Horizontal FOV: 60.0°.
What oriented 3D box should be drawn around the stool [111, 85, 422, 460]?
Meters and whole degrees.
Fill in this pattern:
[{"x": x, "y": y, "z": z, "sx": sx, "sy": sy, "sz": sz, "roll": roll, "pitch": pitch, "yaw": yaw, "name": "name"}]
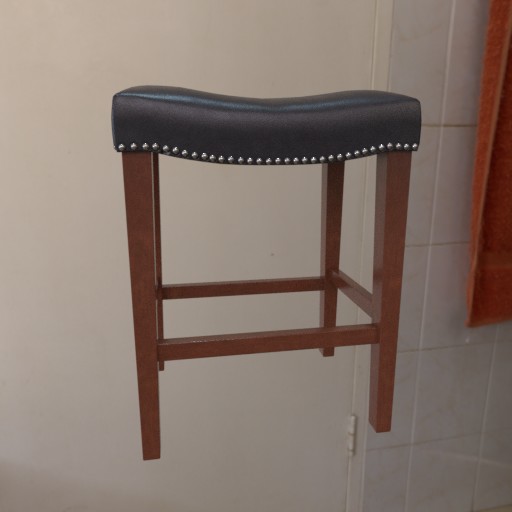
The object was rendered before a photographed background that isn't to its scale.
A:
[{"x": 0.000, "y": 0.000, "z": 0.933, "sx": 0.504, "sy": 0.654, "sz": 0.372, "roll": -3, "pitch": 15, "yaw": -10, "name": "stool"}]
